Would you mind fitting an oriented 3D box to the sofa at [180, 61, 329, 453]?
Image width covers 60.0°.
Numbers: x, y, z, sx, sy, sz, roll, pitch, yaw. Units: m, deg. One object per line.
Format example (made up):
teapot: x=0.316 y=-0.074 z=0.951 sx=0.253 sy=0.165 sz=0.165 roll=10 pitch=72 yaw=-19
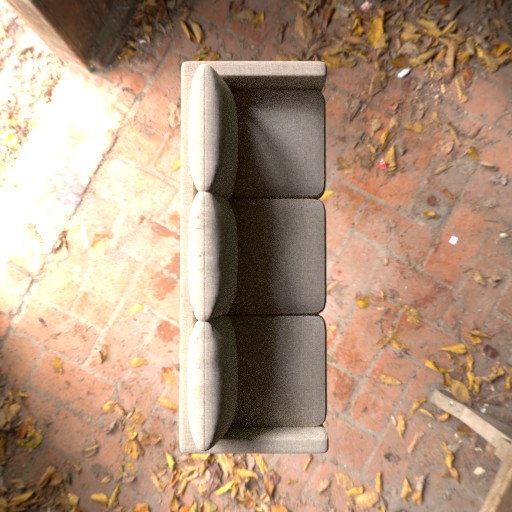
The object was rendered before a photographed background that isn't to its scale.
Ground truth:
sofa: x=0.000 y=0.000 z=2.715 sx=0.859 sy=0.874 sz=2.218 roll=0 pitch=88 yaw=0
